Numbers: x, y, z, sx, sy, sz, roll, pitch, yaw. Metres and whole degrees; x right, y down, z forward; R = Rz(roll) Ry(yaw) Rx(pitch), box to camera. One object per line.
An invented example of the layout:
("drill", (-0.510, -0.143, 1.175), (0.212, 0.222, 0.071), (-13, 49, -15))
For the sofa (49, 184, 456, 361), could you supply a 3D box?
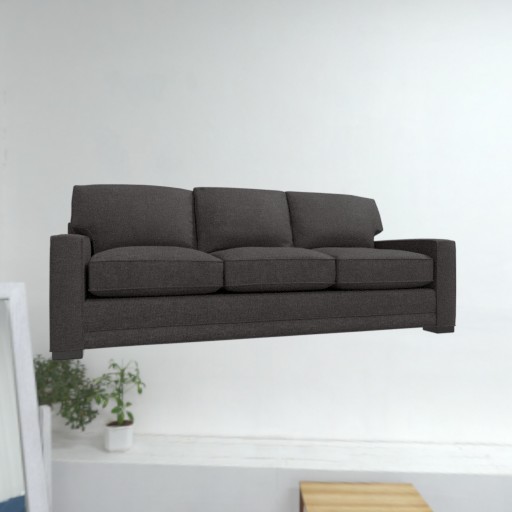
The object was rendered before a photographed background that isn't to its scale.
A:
("sofa", (0.000, 0.000, 2.903), (2.369, 0.978, 1.004), (0, 0, -18))
